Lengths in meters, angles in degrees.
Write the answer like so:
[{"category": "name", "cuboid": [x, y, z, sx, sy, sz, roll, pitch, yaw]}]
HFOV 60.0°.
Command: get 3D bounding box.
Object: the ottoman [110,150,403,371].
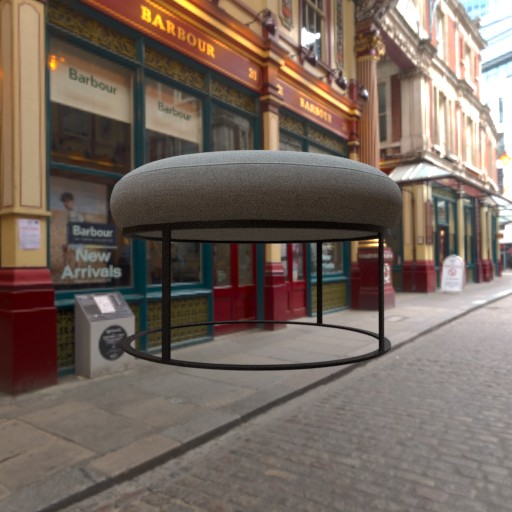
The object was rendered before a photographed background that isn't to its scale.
[{"category": "ottoman", "cuboid": [0.000, 0.000, 1.219, 0.769, 0.459, 0.769, 0, -1, 0]}]
